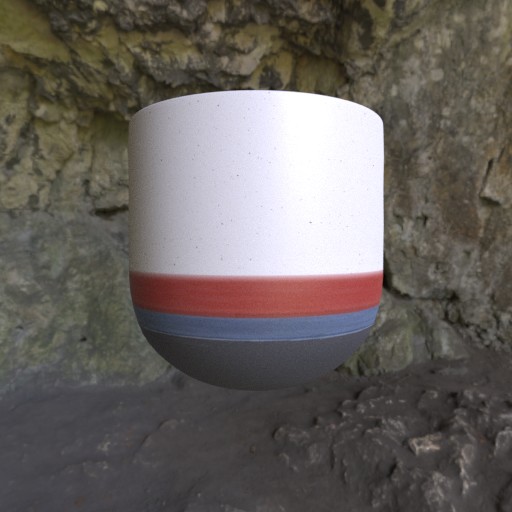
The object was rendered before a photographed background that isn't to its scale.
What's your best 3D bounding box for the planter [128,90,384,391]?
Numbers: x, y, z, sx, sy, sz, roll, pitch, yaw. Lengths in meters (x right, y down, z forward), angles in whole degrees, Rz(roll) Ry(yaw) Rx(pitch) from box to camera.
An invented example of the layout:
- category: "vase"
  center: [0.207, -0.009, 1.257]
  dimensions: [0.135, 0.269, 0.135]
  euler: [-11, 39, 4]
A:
- category: "planter"
  center: [0.000, 0.000, 0.486]
  dimensions: [0.268, 0.270, 0.268]
  euler: [0, 2, 0]
